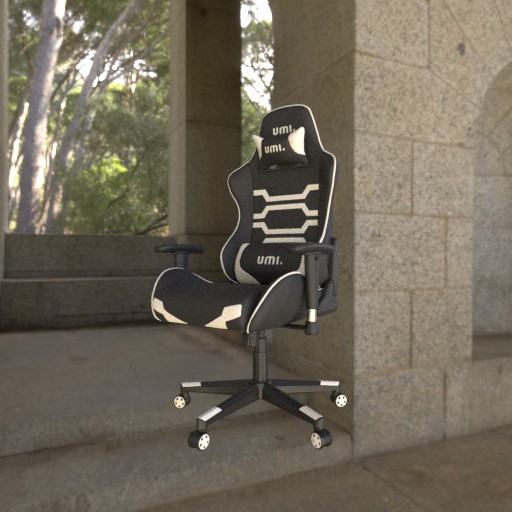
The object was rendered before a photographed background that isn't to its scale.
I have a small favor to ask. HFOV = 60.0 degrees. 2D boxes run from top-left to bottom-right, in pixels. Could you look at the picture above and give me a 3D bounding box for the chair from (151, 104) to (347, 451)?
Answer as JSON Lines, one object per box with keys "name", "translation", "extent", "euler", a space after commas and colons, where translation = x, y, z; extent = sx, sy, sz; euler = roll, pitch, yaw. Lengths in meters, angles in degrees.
{"name": "chair", "translation": [0.000, 0.000, 1.683], "extent": [0.700, 1.240, 0.700], "euler": [0, 1, 36]}
